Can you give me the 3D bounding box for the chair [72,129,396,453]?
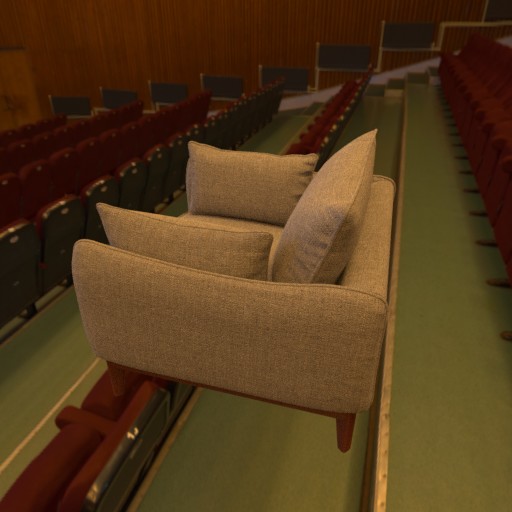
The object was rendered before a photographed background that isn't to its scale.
[{"bbox_3d":[0.000,0.000,1.702,0.976,0.839,0.993,8,31,14],"label":"chair"}]
